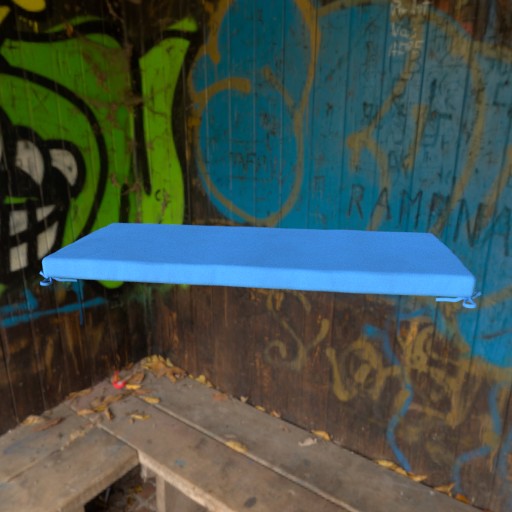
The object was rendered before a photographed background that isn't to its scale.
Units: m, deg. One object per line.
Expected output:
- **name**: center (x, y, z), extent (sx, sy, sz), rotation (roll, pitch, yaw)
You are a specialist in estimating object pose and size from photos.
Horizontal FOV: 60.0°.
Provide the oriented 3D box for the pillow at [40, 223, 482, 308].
- **pillow**: center (0.000, 0.000, 1.348), extent (1.187, 0.081, 0.492), rotation (2, 17, 7)
